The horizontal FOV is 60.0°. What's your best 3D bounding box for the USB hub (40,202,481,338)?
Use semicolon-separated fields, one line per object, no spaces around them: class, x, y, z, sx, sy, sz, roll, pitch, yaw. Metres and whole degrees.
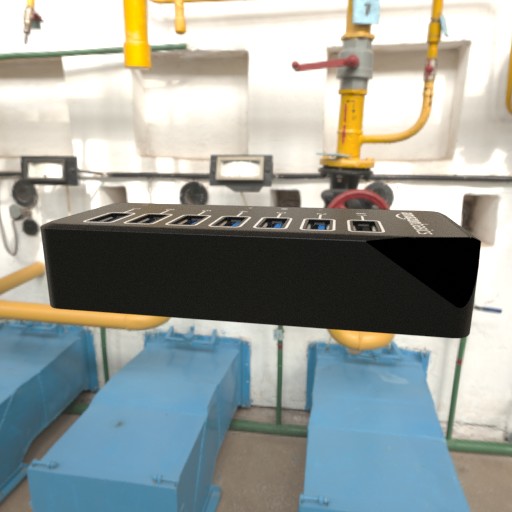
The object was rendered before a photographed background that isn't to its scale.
USB hub;0.000;0.000;0.129;0.110;0.023;0.044;3;15;10
